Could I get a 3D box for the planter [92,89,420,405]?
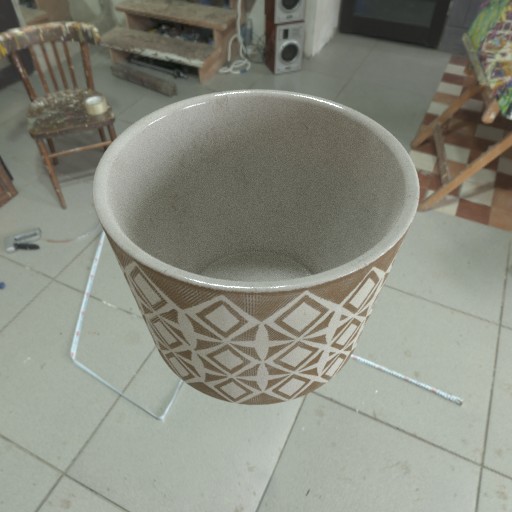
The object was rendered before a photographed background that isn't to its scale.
[{"bbox_3d":[0.000,0.000,0.443,0.260,0.220,0.260,0,47,0],"label":"planter"}]
